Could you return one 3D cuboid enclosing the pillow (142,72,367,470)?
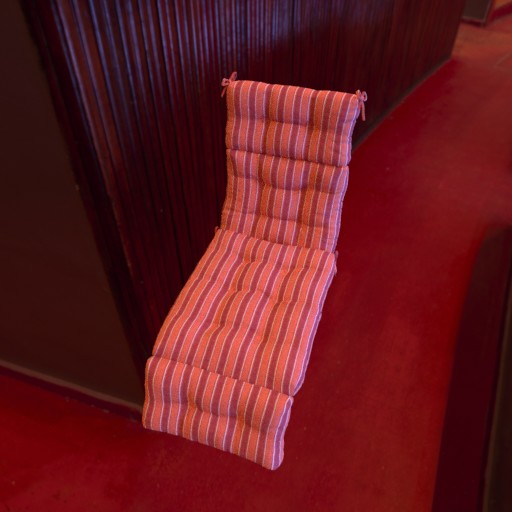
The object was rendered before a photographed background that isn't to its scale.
[{"bbox_3d":[0.000,0.000,1.508,0.526,0.863,1.016,12,44,13],"label":"pillow"}]
